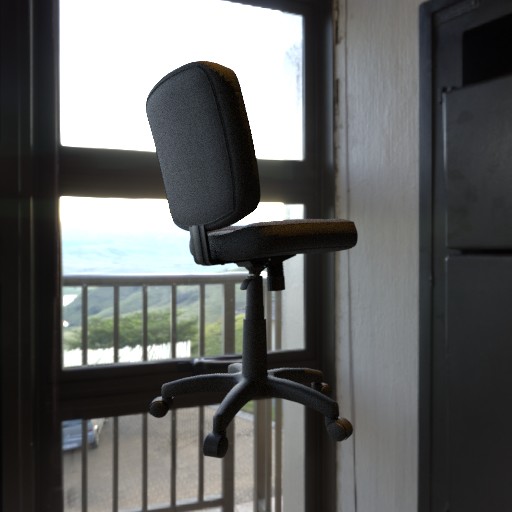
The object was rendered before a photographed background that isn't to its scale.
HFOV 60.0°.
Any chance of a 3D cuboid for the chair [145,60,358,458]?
[{"bbox_3d":[0.000,0.000,1.350,0.610,0.972,0.610,0,0,-35],"label":"chair"}]
